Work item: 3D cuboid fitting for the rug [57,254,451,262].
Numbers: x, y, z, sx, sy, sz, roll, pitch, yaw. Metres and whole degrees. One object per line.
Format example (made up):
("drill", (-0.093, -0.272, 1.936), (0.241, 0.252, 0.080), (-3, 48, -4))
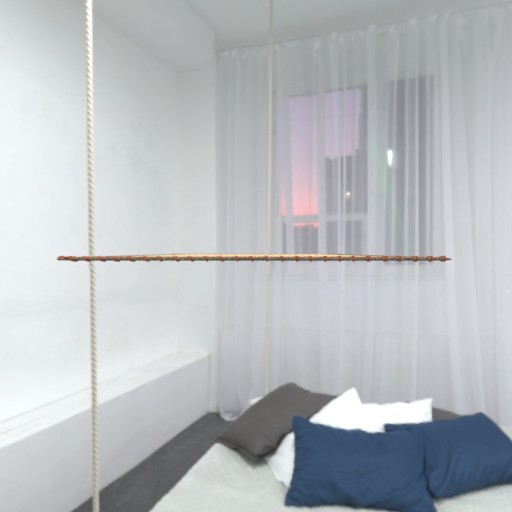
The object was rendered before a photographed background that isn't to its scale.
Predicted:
("rug", (0.000, 0.000, 2.245), (1.220, 0.019, 1.838), (0, 1, 0))
